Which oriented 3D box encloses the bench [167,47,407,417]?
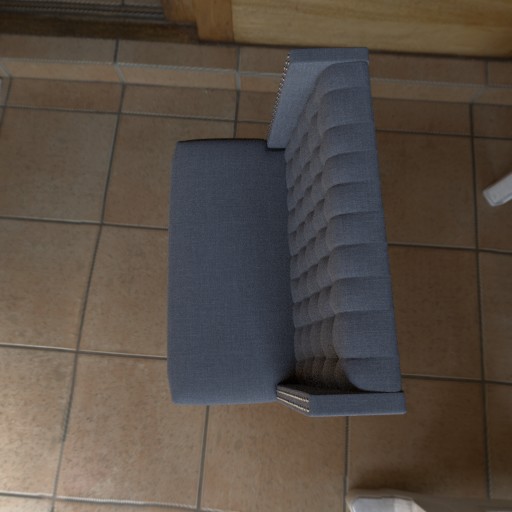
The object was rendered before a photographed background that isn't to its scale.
[{"bbox_3d":[0.000,0.000,1.974,0.842,1.121,1.276,-2,76,0],"label":"bench"}]
